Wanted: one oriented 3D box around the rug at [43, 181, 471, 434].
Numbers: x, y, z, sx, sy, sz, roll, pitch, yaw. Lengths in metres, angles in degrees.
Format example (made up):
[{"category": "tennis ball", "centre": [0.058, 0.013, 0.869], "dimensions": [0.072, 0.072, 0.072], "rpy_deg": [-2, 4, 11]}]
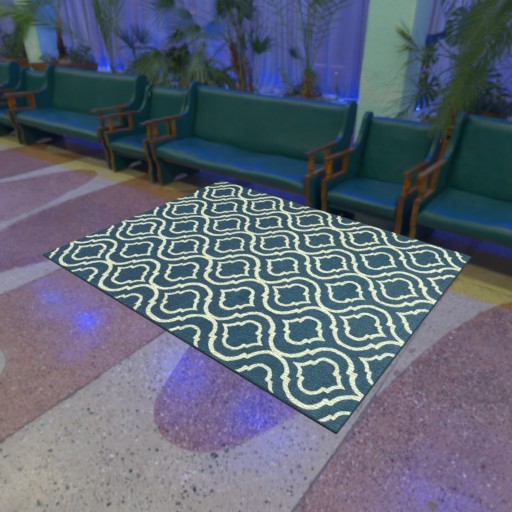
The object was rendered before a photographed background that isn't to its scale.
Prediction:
[{"category": "rug", "centre": [0.000, 0.000, 3.789], "dimensions": [2.881, 0.020, 2.270], "rpy_deg": [22, 37, 33]}]
